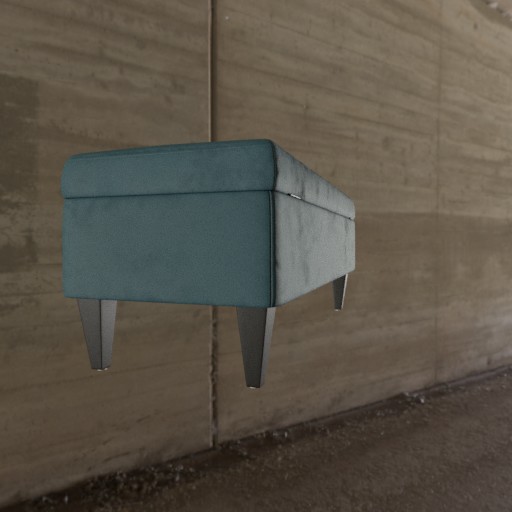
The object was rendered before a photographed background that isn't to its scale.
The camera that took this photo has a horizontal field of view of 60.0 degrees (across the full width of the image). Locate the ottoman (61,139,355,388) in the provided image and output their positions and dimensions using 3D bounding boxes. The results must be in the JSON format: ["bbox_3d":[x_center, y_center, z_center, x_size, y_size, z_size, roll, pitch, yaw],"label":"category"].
[{"bbox_3d":[0.000,0.000,1.384,0.482,0.469,1.151,1,2,19],"label":"ottoman"}]
